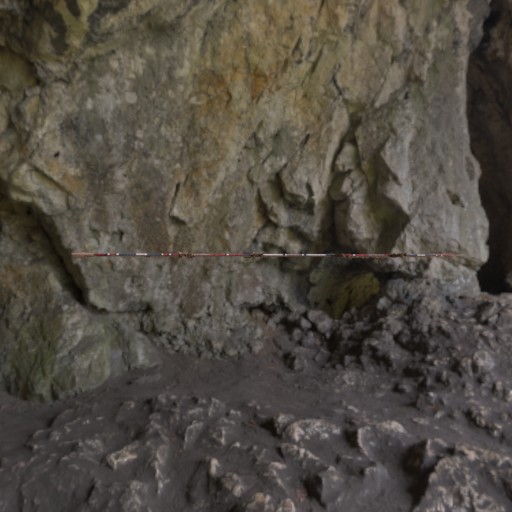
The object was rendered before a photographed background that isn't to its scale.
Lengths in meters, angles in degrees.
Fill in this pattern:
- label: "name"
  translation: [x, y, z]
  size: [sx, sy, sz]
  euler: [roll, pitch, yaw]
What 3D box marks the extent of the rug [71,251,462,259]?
- label: "rug"
  translation: [0.000, 0.000, 2.683]
  size: [2.025, 0.040, 1.469]
  euler: [0, 0, -20]
